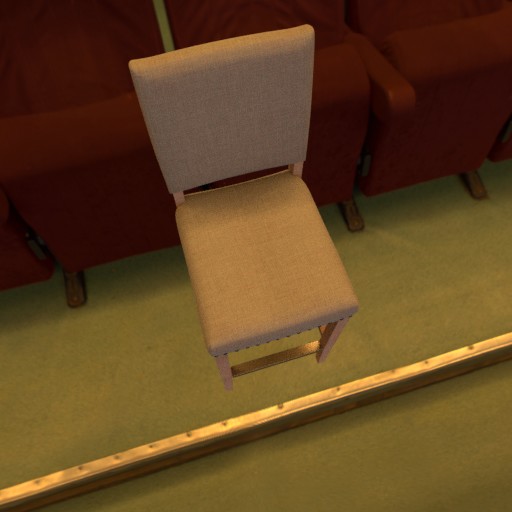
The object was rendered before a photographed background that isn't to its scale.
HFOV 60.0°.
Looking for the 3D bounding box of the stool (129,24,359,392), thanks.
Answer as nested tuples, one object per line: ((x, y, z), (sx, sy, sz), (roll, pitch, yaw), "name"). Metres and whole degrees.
((0.000, 0.000, 1.423), (0.445, 1.173, 0.585), (-15, 65, -7), "stool")
